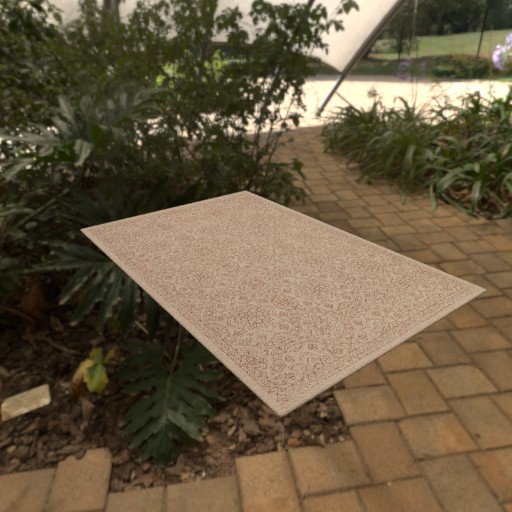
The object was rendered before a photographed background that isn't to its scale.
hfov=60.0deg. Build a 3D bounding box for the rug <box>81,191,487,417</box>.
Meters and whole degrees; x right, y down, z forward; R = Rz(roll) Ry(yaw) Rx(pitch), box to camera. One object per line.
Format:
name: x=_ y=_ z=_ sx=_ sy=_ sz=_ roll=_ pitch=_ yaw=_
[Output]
rug: x=0.000 y=0.000 z=2.307 sx=1.219 sy=0.010 sz=1.829 roll=-19 pitch=32 yaw=-33
